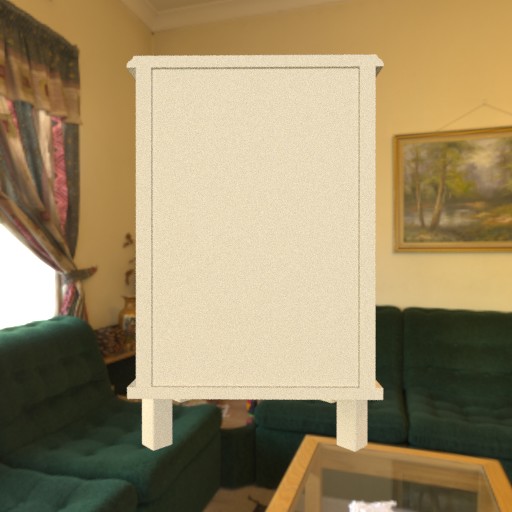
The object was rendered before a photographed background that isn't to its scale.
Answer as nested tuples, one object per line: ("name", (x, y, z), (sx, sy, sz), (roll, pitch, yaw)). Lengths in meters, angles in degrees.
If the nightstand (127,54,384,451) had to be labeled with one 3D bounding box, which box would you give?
("nightstand", (0.000, 0.000, 0.926), (0.435, 0.681, 0.351), (0, 0, 1))
